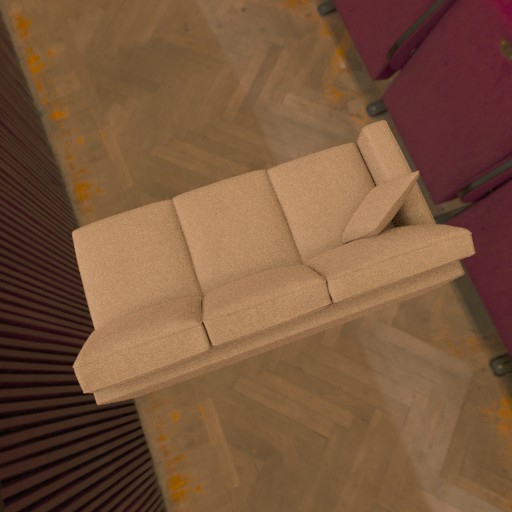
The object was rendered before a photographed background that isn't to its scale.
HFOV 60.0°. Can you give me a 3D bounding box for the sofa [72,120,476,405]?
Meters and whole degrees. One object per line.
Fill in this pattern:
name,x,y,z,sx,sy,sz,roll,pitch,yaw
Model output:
sofa,0.000,0.000,2.546,1.962,0.946,1.034,-19,75,-5
